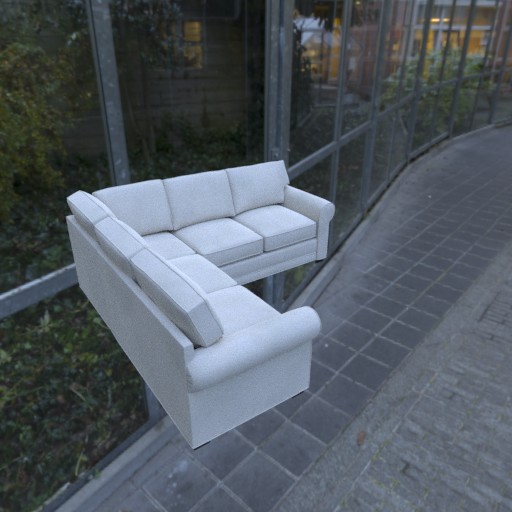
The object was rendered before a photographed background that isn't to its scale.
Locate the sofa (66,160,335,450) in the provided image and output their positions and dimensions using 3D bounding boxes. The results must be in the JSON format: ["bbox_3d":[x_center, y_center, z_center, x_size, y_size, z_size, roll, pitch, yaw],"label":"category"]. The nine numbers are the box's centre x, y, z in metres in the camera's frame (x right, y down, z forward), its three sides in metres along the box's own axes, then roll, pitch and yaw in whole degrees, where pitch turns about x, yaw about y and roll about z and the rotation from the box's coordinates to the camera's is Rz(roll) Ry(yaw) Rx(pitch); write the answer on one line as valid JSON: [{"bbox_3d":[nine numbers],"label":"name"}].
[{"bbox_3d":[0.000,0.000,3.958,2.569,1.054,2.487,-17,31,-31],"label":"sofa"}]
